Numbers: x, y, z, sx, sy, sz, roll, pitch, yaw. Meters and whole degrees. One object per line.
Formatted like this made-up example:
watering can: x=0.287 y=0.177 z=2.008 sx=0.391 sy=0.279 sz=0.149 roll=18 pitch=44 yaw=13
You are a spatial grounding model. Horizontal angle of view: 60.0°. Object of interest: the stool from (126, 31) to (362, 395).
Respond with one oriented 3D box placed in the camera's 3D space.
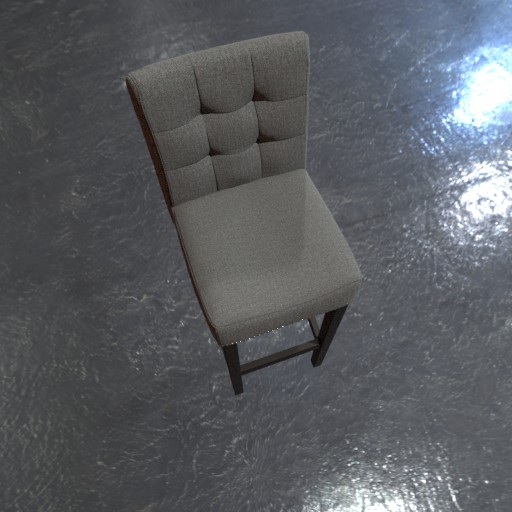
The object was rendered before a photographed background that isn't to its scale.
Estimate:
stool: x=0.000 y=0.000 z=1.302 sx=0.411 sy=1.047 sz=0.548 roll=-17 pitch=65 yaw=-8
